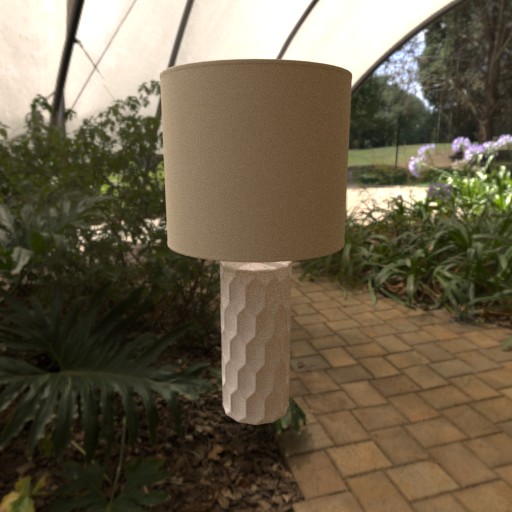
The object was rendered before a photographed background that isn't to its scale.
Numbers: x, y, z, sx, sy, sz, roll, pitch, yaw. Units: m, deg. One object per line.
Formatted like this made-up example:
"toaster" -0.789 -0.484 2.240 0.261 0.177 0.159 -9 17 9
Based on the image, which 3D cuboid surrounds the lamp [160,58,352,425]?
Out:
"lamp" 0.000 0.000 0.711 0.277 0.537 0.277 -13 18 -43
